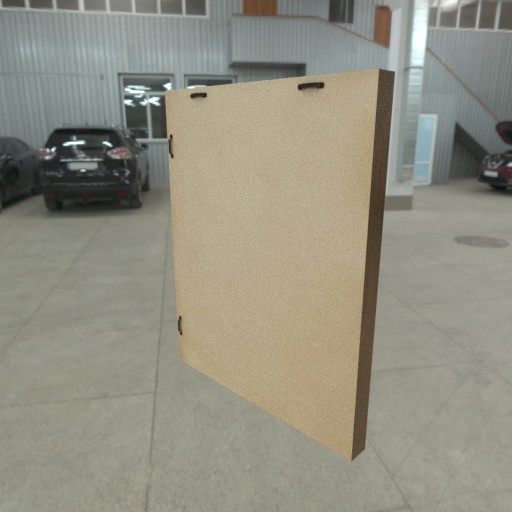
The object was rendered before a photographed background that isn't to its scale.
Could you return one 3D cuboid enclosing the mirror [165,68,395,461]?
[{"bbox_3d":[0.000,0.000,0.696,0.406,0.509,0.041,15,22,43],"label":"mirror"}]
